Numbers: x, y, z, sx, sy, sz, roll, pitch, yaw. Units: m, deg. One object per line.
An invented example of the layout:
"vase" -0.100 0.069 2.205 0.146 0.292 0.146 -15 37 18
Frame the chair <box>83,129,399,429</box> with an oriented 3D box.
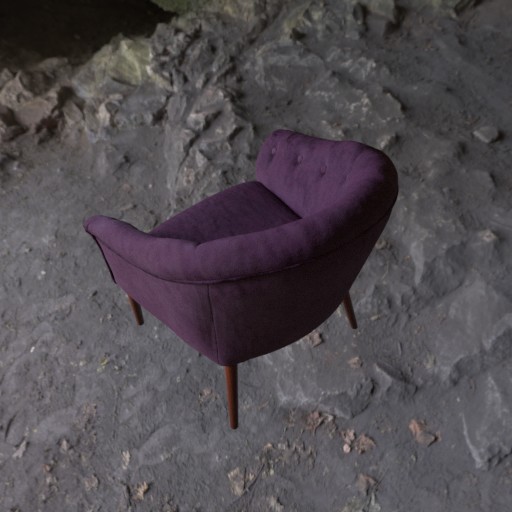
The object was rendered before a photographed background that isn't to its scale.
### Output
"chair" 0.000 0.000 1.513 0.851 0.885 0.776 -32 54 -27
